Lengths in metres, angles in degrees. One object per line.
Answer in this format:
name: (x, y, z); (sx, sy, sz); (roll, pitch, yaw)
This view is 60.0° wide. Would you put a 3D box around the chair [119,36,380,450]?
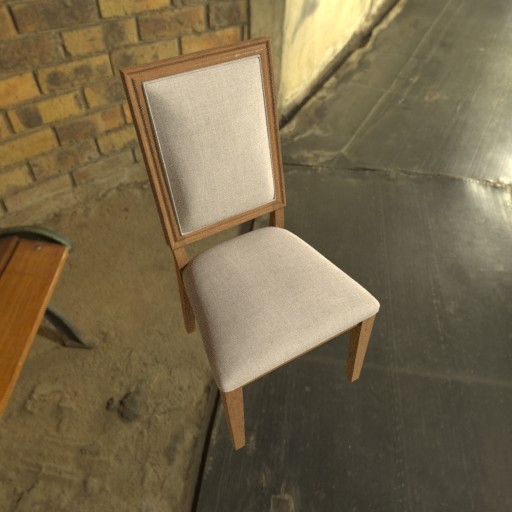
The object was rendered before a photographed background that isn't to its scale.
chair: (0.000, 0.000, 1.315); (0.536, 0.988, 0.601); (-23, 51, -20)
